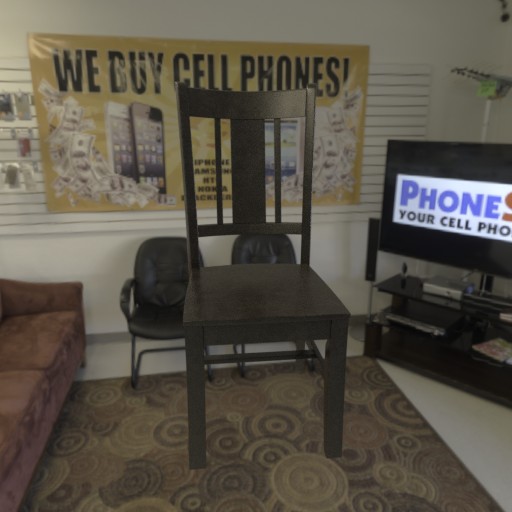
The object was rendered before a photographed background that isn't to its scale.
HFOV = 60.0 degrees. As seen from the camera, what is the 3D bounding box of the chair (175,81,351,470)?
[{"bbox_3d":[0.000,0.000,1.298,0.450,0.998,0.555,-2,16,-6],"label":"chair"}]
